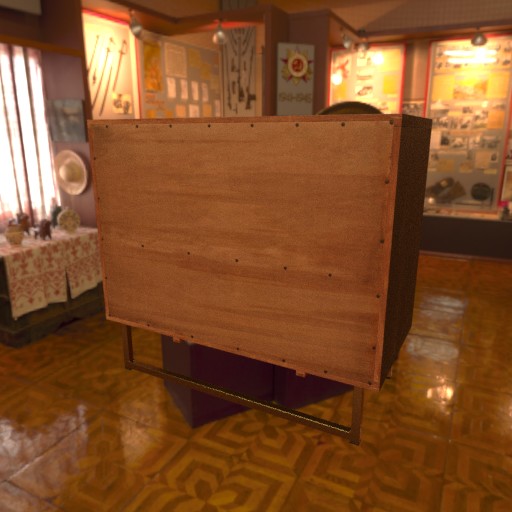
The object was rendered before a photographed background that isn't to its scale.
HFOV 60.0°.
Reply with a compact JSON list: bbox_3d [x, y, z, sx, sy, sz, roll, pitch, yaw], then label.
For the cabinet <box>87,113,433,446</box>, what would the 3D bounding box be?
[{"bbox_3d":[0.000,0.000,1.460,0.950,0.860,0.451,8,18,28],"label":"cabinet"}]
